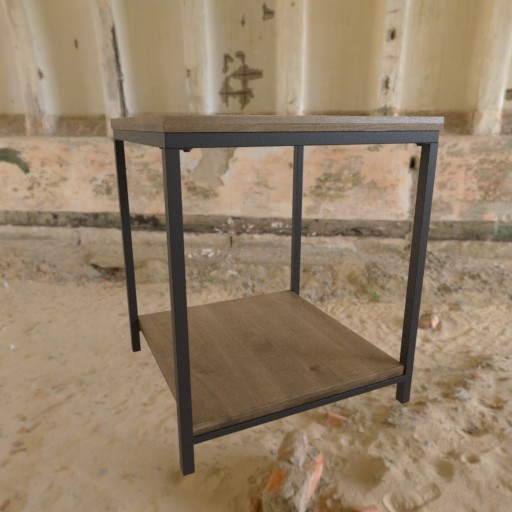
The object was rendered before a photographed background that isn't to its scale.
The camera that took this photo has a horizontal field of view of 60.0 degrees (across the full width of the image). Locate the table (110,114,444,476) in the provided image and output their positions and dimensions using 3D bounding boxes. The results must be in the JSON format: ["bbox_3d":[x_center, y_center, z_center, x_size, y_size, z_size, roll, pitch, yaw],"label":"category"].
[{"bbox_3d":[0.000,0.000,0.990,0.507,0.589,0.503,-8,18,-24],"label":"table"}]
